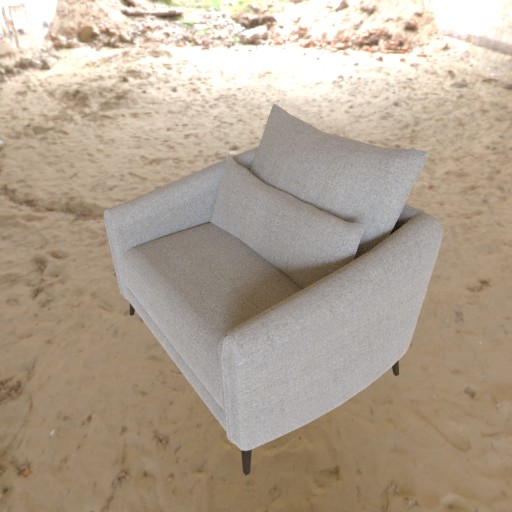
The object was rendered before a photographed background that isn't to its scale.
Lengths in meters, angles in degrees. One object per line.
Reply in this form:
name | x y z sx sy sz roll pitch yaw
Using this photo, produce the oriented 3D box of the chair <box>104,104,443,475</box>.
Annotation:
chair | 0.000 0.000 1.622 0.801 0.856 1.029 -21 38 -29
